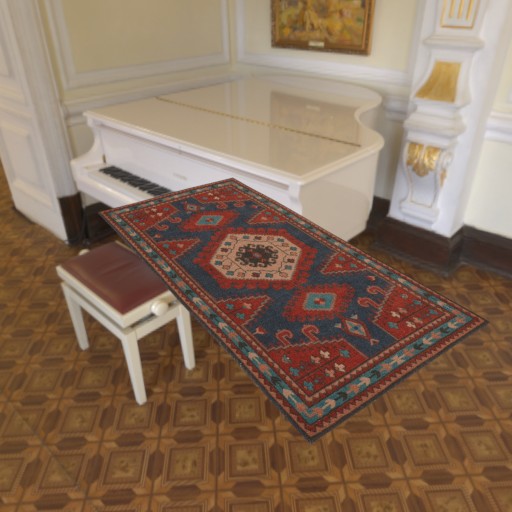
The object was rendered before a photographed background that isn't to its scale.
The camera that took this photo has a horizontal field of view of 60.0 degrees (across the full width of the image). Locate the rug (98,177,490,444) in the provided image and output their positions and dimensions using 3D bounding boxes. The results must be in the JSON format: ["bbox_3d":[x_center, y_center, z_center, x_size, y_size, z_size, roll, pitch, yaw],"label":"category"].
[{"bbox_3d":[0.000,0.000,3.507,1.522,0.034,3.032,-20,37,-30],"label":"rug"}]
